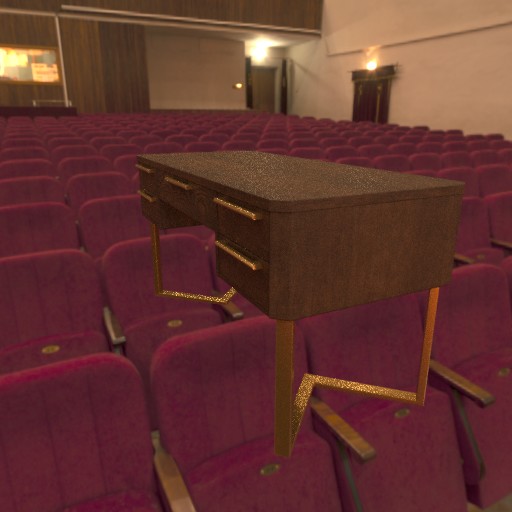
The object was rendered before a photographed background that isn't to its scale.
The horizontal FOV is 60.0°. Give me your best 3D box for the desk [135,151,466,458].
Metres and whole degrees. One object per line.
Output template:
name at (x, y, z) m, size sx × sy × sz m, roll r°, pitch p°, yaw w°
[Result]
desk at (0.000, 0.000, 1.890) m, size 0.684 × 0.762 × 1.479 m, roll -9°, pitch 19°, yaw -25°
